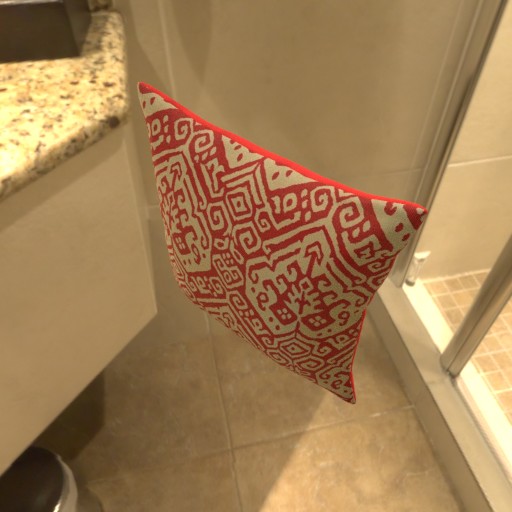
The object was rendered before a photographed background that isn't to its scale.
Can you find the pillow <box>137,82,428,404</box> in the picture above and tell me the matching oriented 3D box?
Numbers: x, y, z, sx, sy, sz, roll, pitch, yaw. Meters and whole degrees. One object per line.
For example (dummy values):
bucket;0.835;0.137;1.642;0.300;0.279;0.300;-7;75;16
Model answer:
pillow;0.000;0.000;0.810;0.522;0.507;0.192;31;54;26
